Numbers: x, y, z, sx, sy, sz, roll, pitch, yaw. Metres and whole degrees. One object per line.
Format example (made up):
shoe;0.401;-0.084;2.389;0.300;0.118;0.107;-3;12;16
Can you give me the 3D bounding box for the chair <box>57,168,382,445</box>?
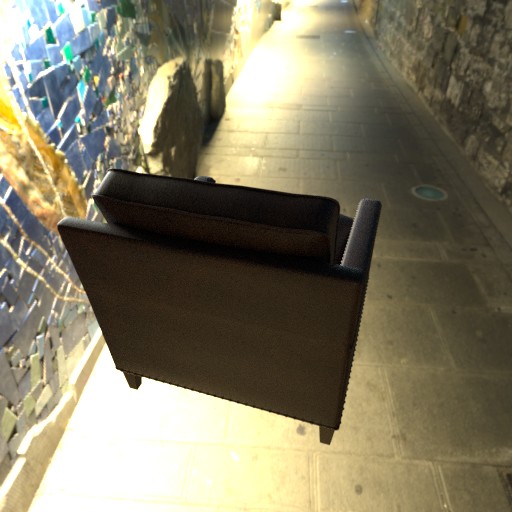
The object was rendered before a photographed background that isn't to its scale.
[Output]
chair;0.000;0.000;1.701;0.853;0.929;1.014;10;35;15
